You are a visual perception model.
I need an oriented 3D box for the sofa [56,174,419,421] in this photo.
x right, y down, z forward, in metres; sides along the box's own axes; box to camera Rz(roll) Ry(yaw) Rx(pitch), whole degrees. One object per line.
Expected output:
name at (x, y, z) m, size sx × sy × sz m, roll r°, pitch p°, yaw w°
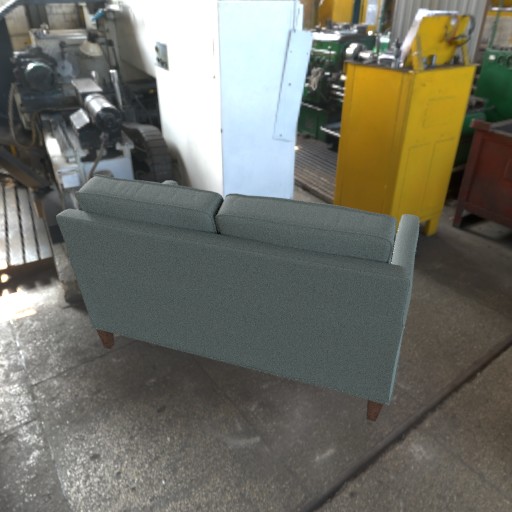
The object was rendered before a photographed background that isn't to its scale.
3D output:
sofa at (0.000, 0.000, 2.339) m, size 1.597 × 1.003 × 1.084 m, roll 10°, pitch 32°, yaw 17°
